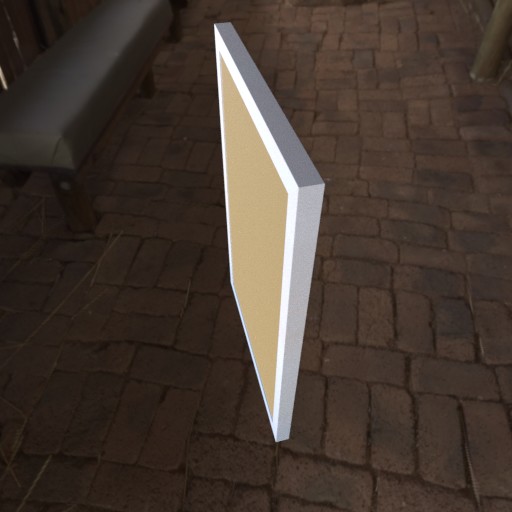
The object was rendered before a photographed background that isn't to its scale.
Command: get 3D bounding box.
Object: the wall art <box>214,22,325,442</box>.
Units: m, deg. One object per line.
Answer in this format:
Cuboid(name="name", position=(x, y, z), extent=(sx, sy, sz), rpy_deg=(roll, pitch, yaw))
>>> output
Cuboid(name="wall art", position=(0.000, 0.000, 1.138), extent=(0.039, 0.915, 0.612), rpy_deg=(-11, 48, -10))
